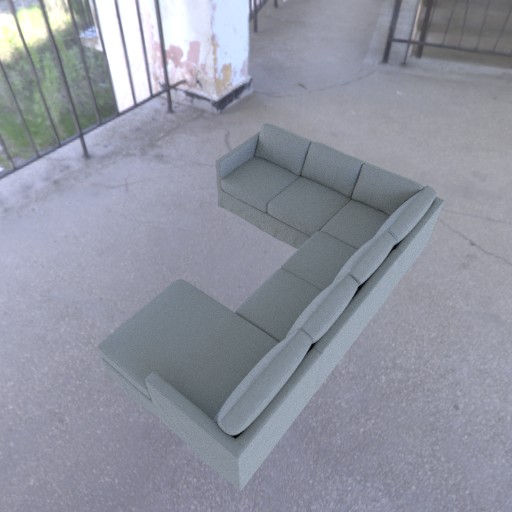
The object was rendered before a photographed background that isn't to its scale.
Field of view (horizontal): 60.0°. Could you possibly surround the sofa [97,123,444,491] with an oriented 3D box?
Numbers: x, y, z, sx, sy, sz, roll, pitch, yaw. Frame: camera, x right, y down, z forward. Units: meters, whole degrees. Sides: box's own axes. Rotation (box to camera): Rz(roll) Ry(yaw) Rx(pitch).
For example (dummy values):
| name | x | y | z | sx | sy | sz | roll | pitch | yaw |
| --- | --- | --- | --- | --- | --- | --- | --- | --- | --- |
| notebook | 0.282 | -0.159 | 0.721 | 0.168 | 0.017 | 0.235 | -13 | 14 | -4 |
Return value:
| name | x | y | z | sx | sy | sz | roll | pitch | yaw |
| --- | --- | --- | --- | --- | --- | --- | --- | --- | --- |
| sofa | 0.000 | 0.000 | 4.509 | 2.427 | 0.882 | 3.460 | 30 | 53 | 26 |
